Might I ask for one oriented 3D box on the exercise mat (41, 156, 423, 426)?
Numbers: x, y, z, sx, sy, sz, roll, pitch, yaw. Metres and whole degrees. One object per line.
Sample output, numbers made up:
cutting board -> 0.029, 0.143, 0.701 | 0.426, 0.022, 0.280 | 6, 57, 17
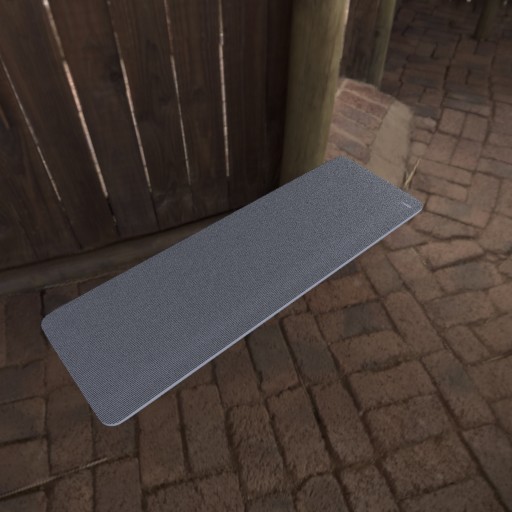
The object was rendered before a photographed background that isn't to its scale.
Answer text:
exercise mat -> 0.000, 0.000, 2.114 | 1.884, 0.021, 0.616 | -32, 54, -26
